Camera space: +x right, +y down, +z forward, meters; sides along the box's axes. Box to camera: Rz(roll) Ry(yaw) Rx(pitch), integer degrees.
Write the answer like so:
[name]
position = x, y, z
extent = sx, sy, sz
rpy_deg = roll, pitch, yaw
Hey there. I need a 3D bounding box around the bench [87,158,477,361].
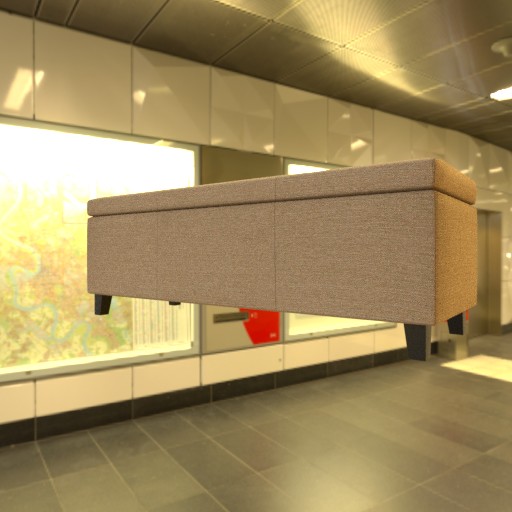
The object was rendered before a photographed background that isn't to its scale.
[bench]
position = 0.000, 0.000, 1.452
extent = 1.269, 0.438, 0.446
rpy_deg = 0, 1, 36
